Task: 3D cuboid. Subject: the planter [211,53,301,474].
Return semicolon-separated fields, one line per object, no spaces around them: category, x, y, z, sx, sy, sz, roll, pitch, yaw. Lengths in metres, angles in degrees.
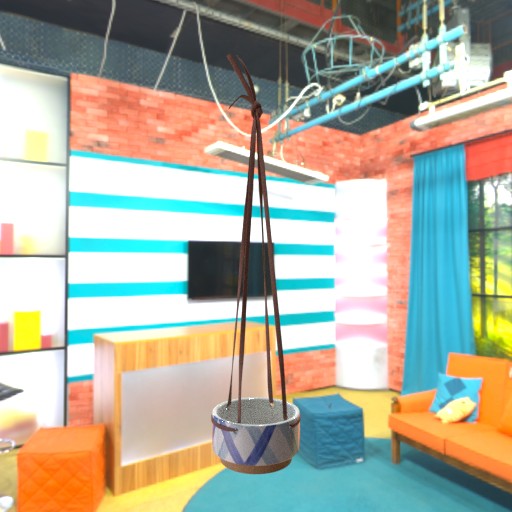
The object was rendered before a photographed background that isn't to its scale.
planter;0.000;0.000;0.834;0.166;0.751;0.166;0;-1;19
